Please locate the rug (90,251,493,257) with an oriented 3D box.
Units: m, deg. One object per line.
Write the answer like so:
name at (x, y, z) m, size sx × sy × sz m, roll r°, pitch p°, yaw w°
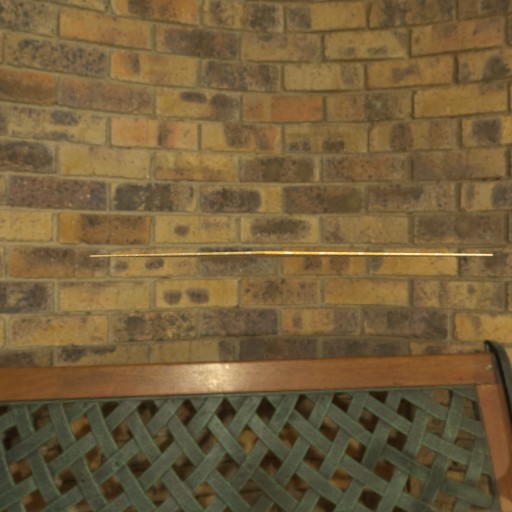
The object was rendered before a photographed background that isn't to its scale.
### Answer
rug at (0.000, 0.000, 2.310) m, size 1.213 × 0.010 × 1.829 m, roll 0°, pitch 0°, yaw -35°
